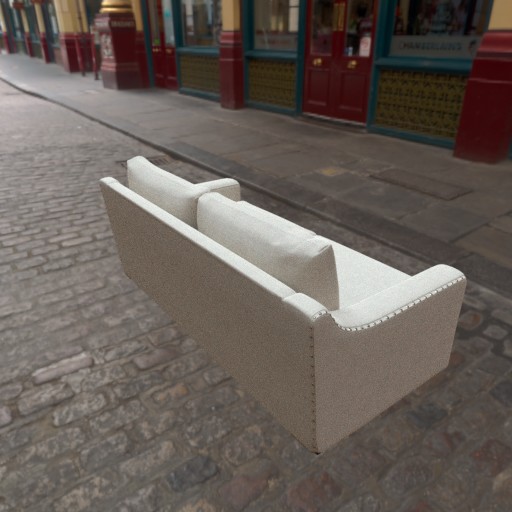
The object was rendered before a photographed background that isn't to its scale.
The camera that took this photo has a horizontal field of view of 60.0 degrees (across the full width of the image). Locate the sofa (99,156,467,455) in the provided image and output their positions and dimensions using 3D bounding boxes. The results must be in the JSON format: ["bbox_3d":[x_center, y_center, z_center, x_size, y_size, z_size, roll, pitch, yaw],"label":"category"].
[{"bbox_3d":[0.000,0.000,2.701,1.104,0.983,2.107,-18,32,-33],"label":"sofa"}]
